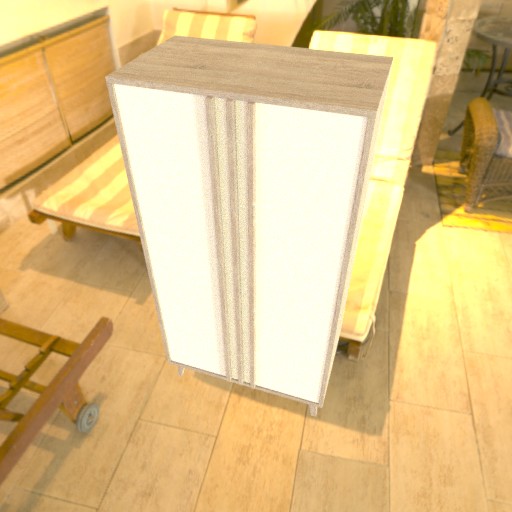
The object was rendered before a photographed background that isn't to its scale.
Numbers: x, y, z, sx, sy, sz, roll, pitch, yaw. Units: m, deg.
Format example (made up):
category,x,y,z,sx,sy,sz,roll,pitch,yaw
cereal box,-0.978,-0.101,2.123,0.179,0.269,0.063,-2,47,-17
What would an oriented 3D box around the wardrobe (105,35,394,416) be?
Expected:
category,x,y,z,sx,sy,sz,roll,pitch,yaw
wardrobe,0.000,0.000,2.376,1.000,1.960,0.600,12,43,14
